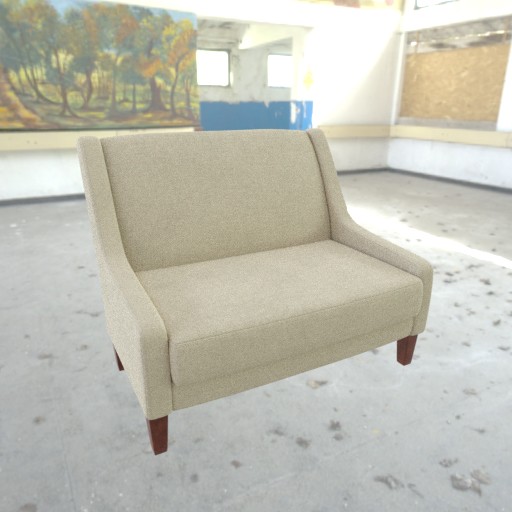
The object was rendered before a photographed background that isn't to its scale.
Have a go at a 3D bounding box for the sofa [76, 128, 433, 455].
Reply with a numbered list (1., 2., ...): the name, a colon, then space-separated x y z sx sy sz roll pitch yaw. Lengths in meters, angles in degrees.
1. sofa: 0.000 0.000 1.873 1.212 0.976 0.946 -10 22 -26
